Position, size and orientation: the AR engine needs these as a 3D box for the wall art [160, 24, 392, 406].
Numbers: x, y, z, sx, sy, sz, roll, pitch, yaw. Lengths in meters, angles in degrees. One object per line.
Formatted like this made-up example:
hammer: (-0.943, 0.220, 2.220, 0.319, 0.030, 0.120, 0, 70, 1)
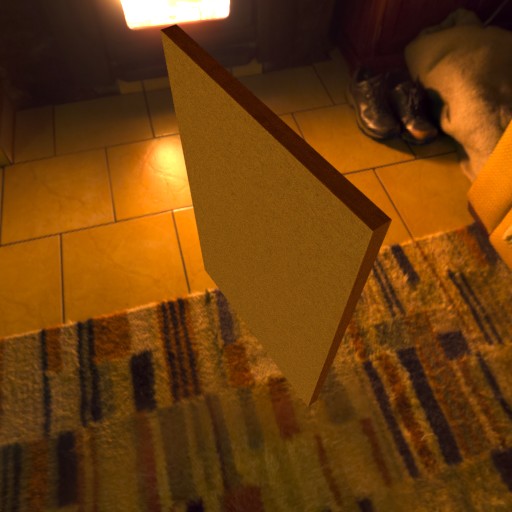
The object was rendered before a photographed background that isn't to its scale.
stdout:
wall art: (0.000, 0.000, 1.133, 0.037, 0.914, 0.610, -31, 62, -18)
